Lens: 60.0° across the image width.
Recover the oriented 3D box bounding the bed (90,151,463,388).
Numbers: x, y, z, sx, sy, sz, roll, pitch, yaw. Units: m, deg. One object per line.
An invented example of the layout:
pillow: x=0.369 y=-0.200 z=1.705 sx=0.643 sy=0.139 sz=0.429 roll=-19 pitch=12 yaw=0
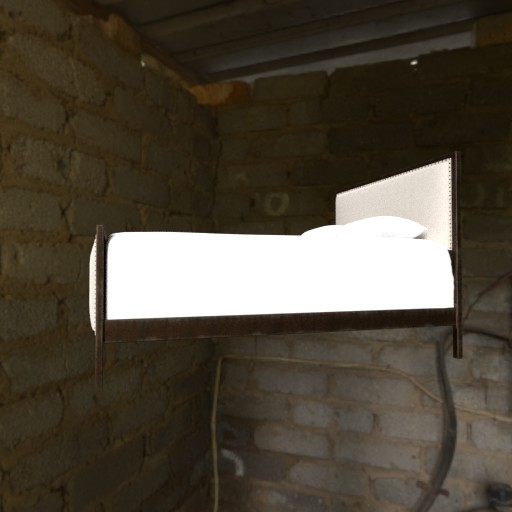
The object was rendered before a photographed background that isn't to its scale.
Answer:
bed: x=0.000 y=0.000 z=3.230 sx=2.221 sy=1.313 sz=1.607 roll=0 pitch=-1 yaw=-18
